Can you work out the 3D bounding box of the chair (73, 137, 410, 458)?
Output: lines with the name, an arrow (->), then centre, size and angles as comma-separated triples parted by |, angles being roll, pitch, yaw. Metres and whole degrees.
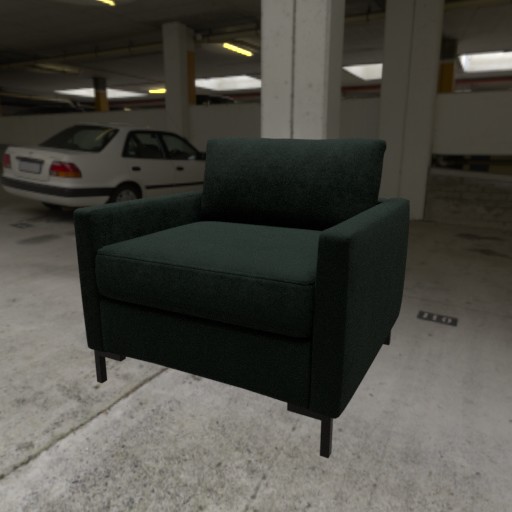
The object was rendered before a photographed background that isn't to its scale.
chair -> 0.000, 0.000, 1.641 | 0.963, 0.861, 0.866 | 7, 16, 27
